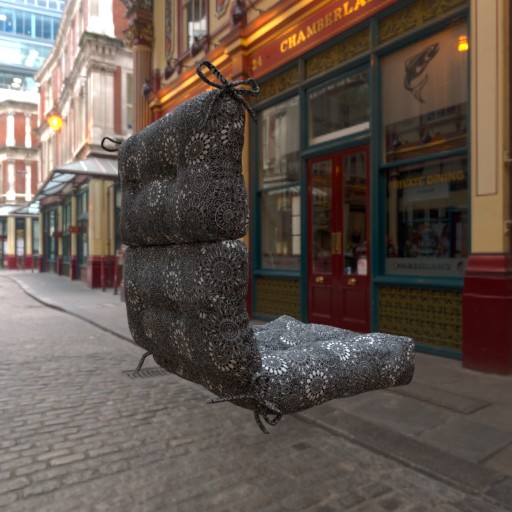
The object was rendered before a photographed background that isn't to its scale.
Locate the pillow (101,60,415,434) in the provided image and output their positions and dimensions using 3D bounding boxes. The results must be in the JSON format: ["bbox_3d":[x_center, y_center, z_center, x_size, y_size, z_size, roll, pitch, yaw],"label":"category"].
[{"bbox_3d":[0.000,0.000,1.027,0.571,0.605,0.519,0,-1,-36],"label":"pillow"}]
